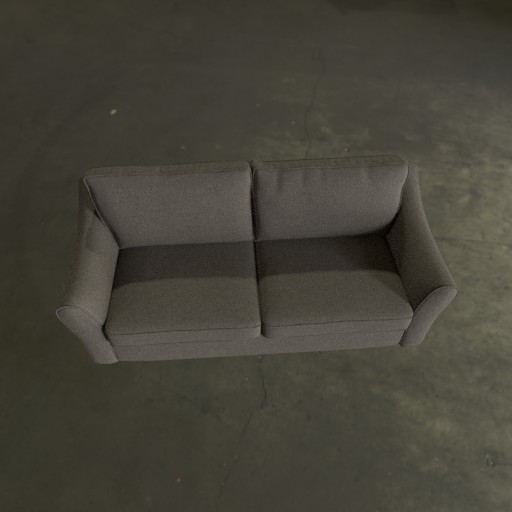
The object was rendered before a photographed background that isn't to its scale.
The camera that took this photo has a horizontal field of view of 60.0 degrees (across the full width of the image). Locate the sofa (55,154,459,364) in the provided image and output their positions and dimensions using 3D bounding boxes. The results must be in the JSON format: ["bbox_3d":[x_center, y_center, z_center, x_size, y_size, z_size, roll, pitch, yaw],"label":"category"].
[{"bbox_3d":[0.000,0.000,2.757,2.203,0.976,1.013,-3,47,-3],"label":"sofa"}]
